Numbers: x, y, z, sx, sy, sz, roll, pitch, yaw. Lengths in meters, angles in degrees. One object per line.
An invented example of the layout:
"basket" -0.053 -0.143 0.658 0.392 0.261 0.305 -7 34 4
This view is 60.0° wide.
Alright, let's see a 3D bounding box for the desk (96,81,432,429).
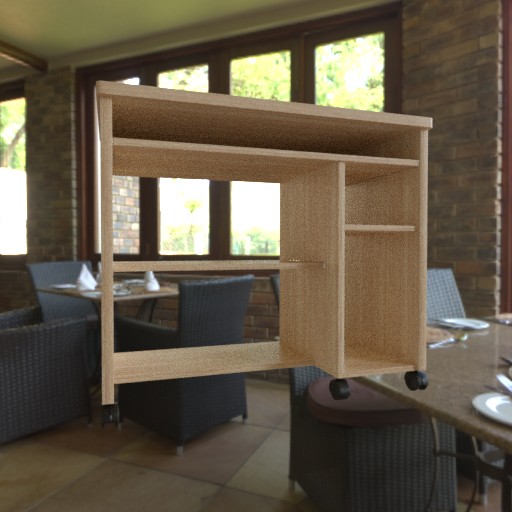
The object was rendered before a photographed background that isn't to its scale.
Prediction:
"desk" 0.000 0.000 1.326 0.884 0.770 0.480 0 1 -18
